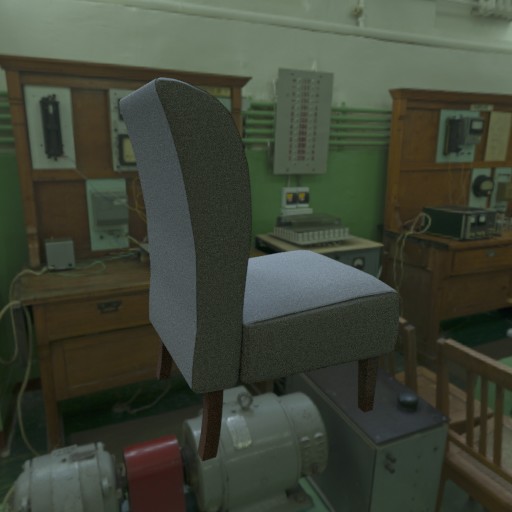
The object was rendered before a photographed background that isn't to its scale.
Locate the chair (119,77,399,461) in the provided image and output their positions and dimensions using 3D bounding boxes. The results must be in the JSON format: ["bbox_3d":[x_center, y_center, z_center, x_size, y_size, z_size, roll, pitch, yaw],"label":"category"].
[{"bbox_3d":[0.000,0.000,1.174,0.592,0.804,0.513,-7,16,-25],"label":"chair"}]
